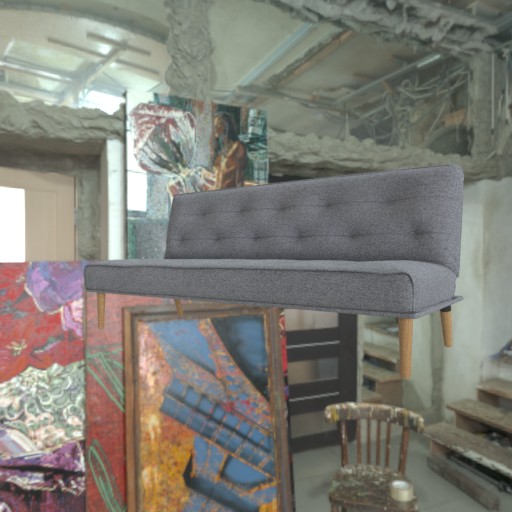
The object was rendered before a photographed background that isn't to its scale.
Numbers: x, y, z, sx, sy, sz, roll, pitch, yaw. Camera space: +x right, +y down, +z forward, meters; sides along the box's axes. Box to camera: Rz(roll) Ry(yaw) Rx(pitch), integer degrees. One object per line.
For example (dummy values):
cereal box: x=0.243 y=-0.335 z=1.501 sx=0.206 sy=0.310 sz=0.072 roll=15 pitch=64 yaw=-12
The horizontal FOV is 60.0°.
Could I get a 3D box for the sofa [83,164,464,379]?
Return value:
sofa: x=0.000 y=0.000 z=2.261 sx=1.820 sy=0.830 sz=0.810 roll=0 pitch=0 yaw=36
